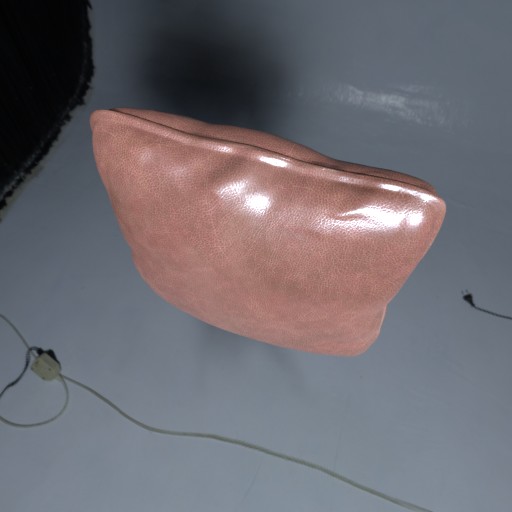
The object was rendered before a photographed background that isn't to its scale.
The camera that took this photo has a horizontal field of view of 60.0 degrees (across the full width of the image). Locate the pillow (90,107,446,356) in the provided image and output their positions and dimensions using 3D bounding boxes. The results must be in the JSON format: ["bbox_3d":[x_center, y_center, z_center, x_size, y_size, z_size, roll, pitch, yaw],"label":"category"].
[{"bbox_3d":[0.000,0.000,0.808,0.532,0.523,0.236,16,59,10],"label":"pillow"}]
